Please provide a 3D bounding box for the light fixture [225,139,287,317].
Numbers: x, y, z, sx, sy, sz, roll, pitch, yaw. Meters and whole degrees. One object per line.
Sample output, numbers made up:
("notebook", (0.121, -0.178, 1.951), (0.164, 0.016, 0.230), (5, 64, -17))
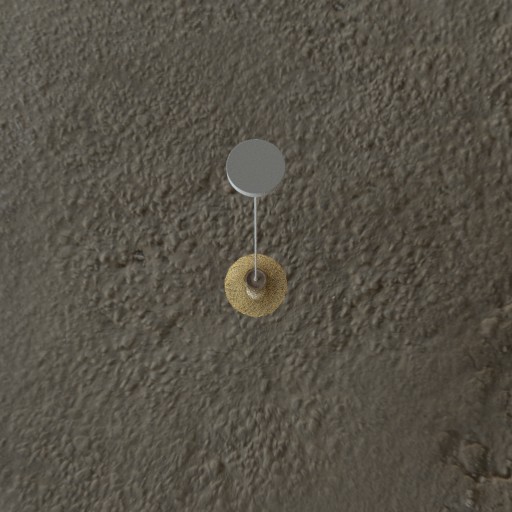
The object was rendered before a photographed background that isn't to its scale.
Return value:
("light fixture", (0.000, 0.000, 2.132), (0.407, 1.955, 0.406), (-19, 77, -5))
